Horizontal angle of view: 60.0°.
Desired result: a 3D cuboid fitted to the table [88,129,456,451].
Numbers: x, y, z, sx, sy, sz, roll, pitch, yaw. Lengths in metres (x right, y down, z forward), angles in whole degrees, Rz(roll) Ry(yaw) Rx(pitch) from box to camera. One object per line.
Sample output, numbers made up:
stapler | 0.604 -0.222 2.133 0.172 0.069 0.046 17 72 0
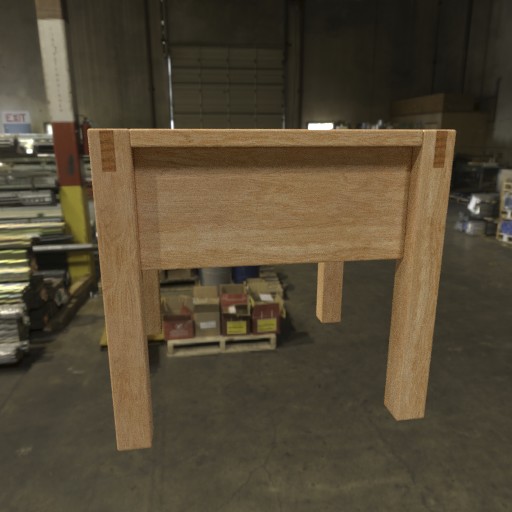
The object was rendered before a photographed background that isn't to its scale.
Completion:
table | 0.000 0.000 0.831 0.480 0.450 0.440 -2 15 -9
